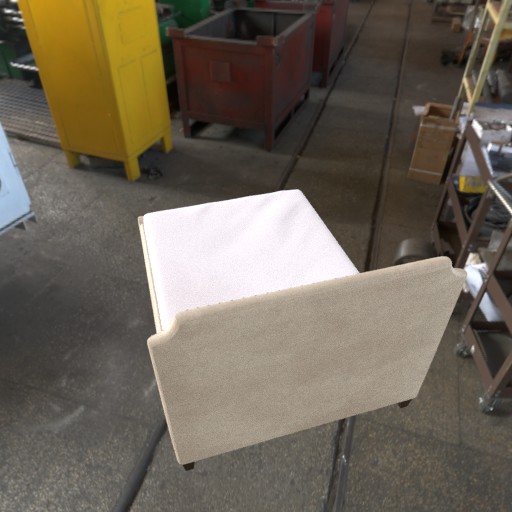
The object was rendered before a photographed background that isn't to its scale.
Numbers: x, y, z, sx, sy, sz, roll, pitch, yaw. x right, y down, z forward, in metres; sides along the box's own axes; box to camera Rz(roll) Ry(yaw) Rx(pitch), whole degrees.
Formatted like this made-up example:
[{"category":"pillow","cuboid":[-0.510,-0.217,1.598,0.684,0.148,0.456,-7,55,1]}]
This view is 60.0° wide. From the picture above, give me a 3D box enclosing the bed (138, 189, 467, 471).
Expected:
[{"category":"bed","cuboid":[0.000,0.000,3.423,1.712,1.443,2.372,-11,41,-13]}]
